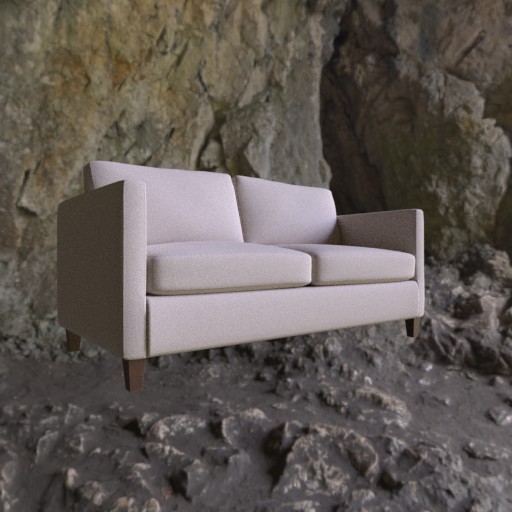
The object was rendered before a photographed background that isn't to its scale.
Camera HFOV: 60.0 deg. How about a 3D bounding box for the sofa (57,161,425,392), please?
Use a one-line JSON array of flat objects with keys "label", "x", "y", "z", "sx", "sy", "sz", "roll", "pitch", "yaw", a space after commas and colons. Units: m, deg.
[{"label": "sofa", "x": 0.000, "y": 0.000, "z": 2.252, "sx": 1.722, "sy": 0.888, "sz": 0.873, "roll": 0, "pitch": 0, "yaw": -37}]
